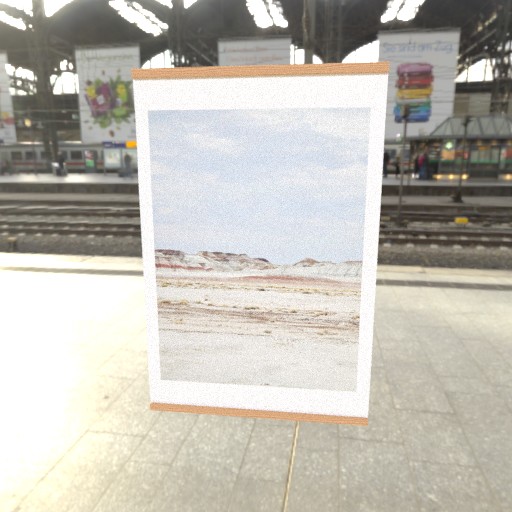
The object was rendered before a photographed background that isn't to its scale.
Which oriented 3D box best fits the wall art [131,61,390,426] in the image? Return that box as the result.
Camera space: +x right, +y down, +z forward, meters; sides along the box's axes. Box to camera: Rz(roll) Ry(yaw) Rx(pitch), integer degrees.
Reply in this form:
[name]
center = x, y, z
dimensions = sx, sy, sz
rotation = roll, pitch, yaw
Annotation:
[wall art]
center = 0.000, 0.000, 1.895
dimensions = 1.011, 1.521, 0.025
rotation = 2, 12, 7
